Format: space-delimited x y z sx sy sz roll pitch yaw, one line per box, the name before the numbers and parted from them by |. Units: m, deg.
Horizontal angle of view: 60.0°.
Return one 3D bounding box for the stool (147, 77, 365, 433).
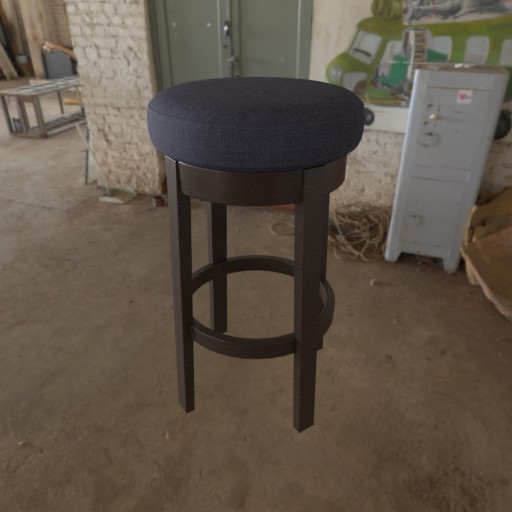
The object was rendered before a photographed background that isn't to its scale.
stool | 0.000 0.000 1.047 0.446 0.758 0.446 0 29 0
